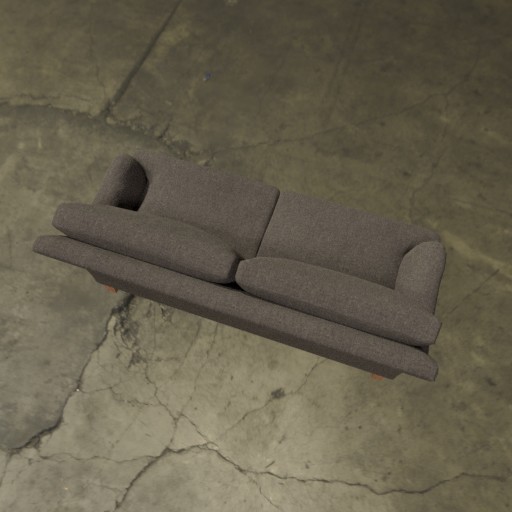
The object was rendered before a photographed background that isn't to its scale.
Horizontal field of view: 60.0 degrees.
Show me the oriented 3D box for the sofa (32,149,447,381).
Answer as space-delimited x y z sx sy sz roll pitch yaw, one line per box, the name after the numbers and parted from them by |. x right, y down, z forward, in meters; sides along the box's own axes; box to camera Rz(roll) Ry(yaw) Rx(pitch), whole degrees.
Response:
0.000 0.000 2.761 2.160 1.054 1.087 17 65 8 | sofa
